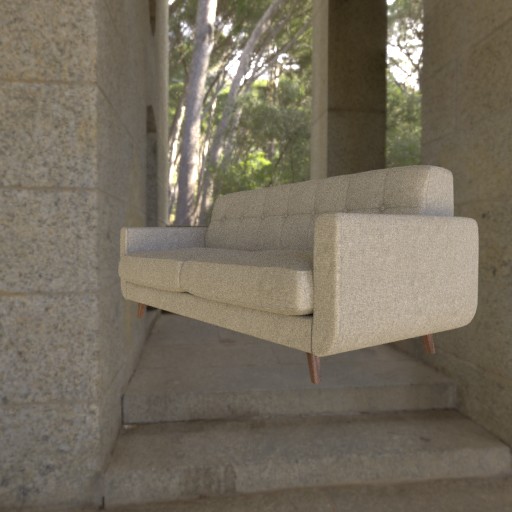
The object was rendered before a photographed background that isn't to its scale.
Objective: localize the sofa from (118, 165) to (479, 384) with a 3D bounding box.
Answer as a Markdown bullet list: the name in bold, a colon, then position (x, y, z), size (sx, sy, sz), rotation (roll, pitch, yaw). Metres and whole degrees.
- **sofa**: position (0.000, 0.000, 2.514), size (0.968, 0.873, 2.055), rotation (-1, 2, -36)
